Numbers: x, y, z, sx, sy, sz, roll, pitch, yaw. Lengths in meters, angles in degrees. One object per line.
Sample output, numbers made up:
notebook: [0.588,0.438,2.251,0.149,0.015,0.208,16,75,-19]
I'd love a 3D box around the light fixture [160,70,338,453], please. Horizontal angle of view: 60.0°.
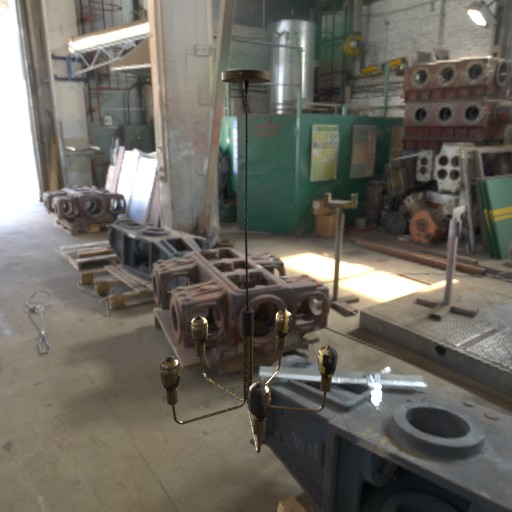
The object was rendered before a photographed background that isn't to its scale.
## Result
light fixture: [0.000,0.000,1.382,0.532,1.059,0.588,3,16,9]
